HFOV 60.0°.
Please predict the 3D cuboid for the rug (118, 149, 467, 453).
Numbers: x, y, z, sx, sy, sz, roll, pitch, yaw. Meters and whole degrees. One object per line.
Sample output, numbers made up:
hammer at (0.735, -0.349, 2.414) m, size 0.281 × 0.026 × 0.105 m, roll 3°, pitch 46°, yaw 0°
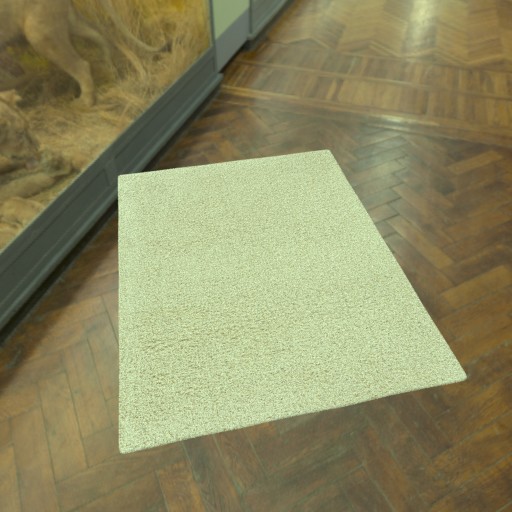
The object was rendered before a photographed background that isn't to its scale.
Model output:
rug at (0.000, 0.000, 4.019) m, size 2.438 × 0.029 × 3.047 m, roll -9°, pitch 47°, yaw -9°
